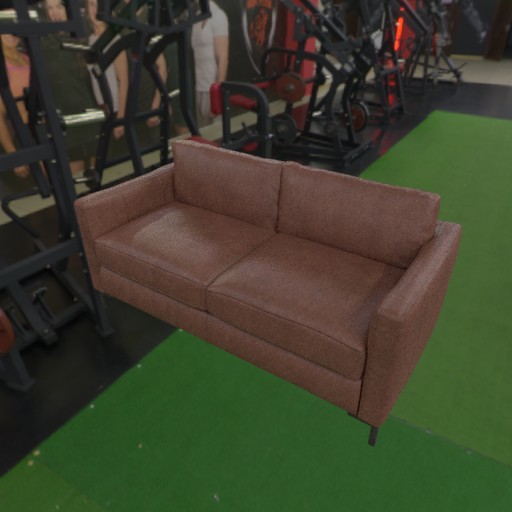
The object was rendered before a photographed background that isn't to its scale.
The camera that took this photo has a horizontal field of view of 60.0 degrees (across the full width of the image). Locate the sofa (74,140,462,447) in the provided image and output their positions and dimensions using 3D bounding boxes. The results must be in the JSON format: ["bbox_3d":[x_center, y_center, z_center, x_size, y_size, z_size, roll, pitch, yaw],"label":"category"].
[{"bbox_3d":[0.000,0.000,2.305,1.797,0.883,0.899,19,35,29],"label":"sofa"}]
